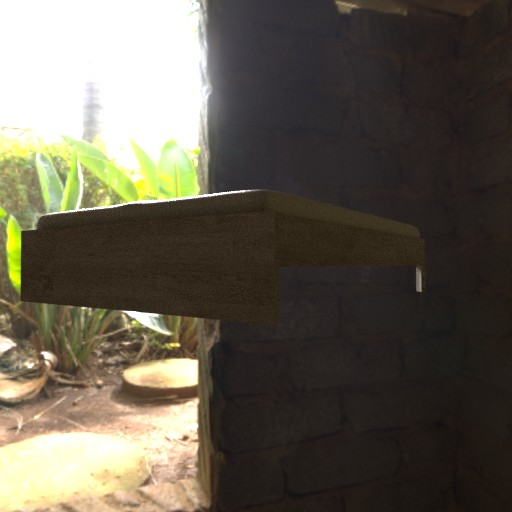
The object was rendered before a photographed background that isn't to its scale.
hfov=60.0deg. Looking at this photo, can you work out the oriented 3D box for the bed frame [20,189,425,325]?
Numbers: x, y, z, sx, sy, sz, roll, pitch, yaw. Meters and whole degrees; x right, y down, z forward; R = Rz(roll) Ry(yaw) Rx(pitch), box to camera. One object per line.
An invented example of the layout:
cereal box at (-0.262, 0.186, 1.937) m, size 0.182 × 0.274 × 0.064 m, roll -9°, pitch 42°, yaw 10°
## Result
bed frame at (0.000, 0.000, 2.578) m, size 1.490 × 0.462 × 1.950 m, roll -1°, pitch -1°, yaw 35°
